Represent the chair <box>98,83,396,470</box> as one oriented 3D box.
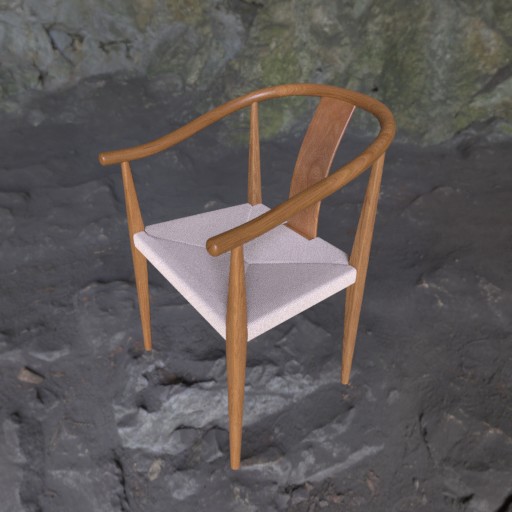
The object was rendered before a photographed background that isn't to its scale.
[{"bbox_3d":[0.000,0.000,1.200,0.579,0.800,0.556,-21,38,-30],"label":"chair"}]
